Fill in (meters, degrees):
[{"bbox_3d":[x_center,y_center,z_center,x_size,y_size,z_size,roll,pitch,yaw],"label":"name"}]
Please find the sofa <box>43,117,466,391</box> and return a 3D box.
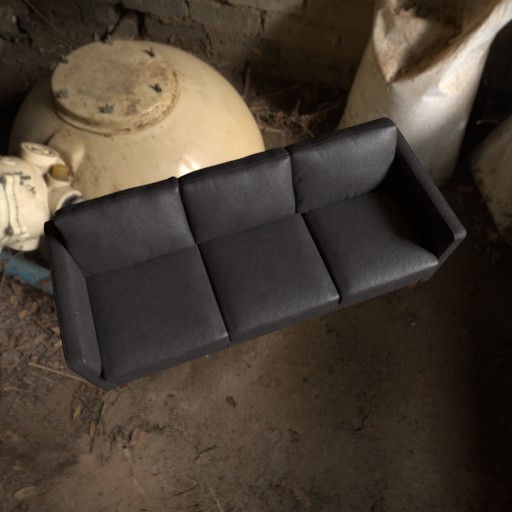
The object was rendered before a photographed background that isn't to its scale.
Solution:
[{"bbox_3d":[0.000,0.000,2.991,2.464,1.006,1.045,-18,64,-9],"label":"sofa"}]
